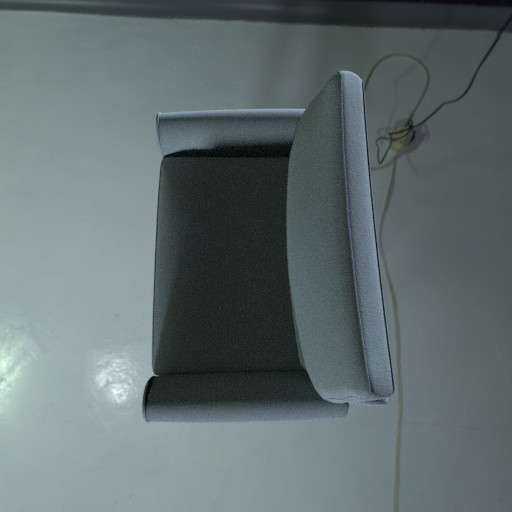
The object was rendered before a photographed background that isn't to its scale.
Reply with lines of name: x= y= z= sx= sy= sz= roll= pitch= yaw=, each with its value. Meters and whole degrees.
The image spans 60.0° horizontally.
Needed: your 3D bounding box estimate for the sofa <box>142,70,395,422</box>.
sofa: x=0.000 y=0.000 z=2.024 sx=0.940 sy=0.953 sz=1.410 roll=-1 pitch=74 yaw=0
